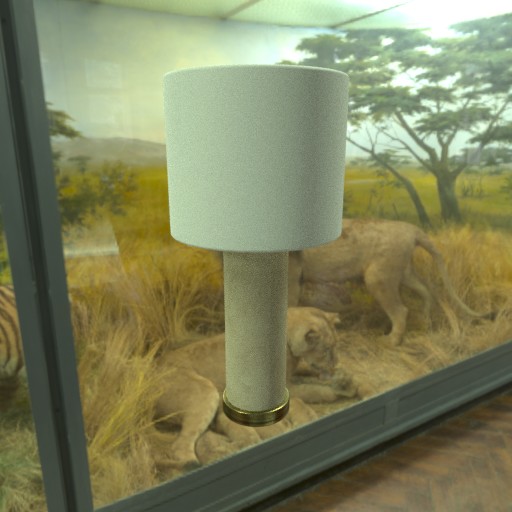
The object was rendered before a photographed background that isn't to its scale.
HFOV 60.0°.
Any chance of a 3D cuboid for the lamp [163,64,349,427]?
[{"bbox_3d":[0.000,0.000,0.819,0.305,0.634,0.305,8,17,27],"label":"lamp"}]
